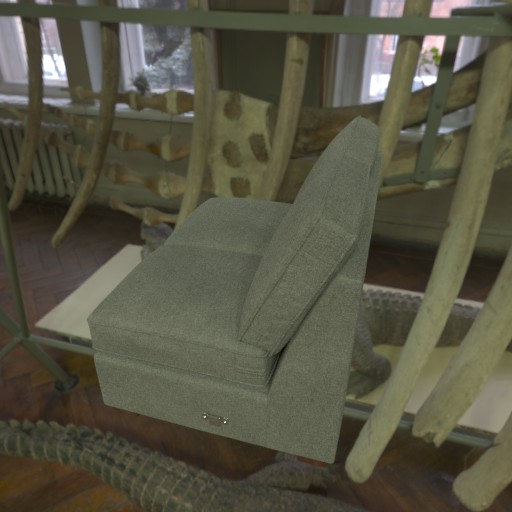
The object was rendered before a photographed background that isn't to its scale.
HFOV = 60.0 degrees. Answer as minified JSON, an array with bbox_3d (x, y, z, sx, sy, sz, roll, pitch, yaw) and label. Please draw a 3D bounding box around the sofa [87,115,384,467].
[{"bbox_3d":[0.000,0.000,1.957,0.951,1.008,1.237,8,31,14],"label":"sofa"}]
